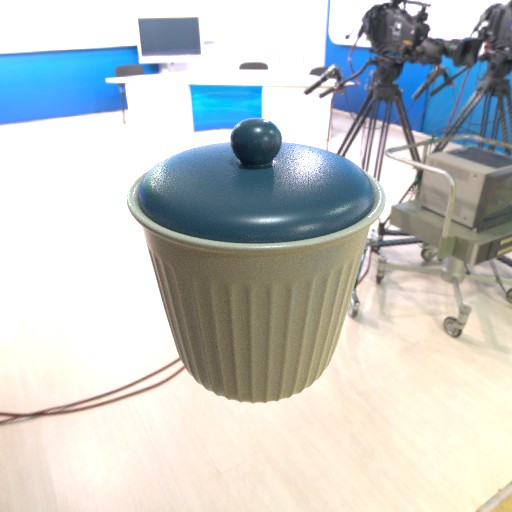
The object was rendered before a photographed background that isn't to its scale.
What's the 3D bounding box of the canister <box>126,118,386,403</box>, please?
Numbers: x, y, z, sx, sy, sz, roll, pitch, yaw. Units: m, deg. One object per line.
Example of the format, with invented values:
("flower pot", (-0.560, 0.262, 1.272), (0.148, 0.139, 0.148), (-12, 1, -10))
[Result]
("canister", (0.000, 0.000, 0.348), (0.181, 0.211, 0.181), (0, 31, 0))
